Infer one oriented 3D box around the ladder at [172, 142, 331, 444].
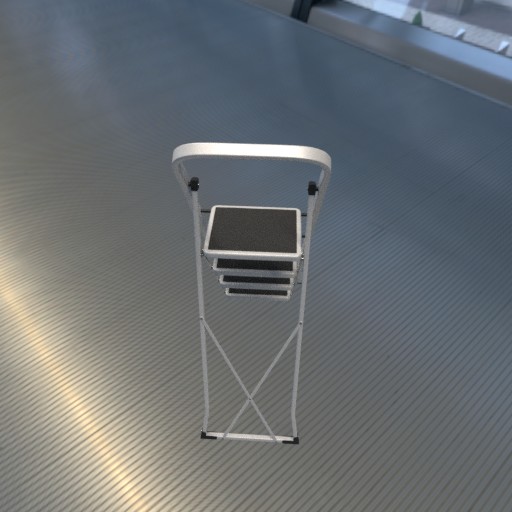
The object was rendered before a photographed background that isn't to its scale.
[{"bbox_3d":[0.000,0.000,1.694,0.460,1.265,0.914,2,46,2],"label":"ladder"}]
